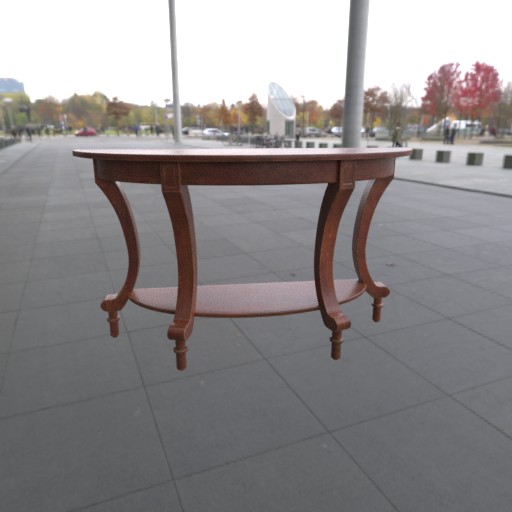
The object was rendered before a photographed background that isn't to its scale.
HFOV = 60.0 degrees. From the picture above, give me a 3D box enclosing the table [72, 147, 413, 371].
[{"bbox_3d":[0.000,0.000,1.517,1.198,0.699,0.394,-2,16,-7],"label":"table"}]
